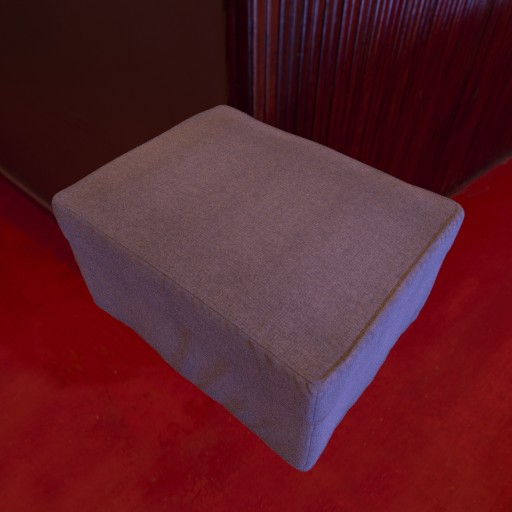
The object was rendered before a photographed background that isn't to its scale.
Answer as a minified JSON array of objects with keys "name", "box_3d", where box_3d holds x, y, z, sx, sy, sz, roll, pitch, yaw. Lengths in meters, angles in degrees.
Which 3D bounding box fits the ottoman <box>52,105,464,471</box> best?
[{"name":"ottoman","box_3d":[0.000,0.000,1.234,0.833,0.492,0.652,31,54,26]}]
